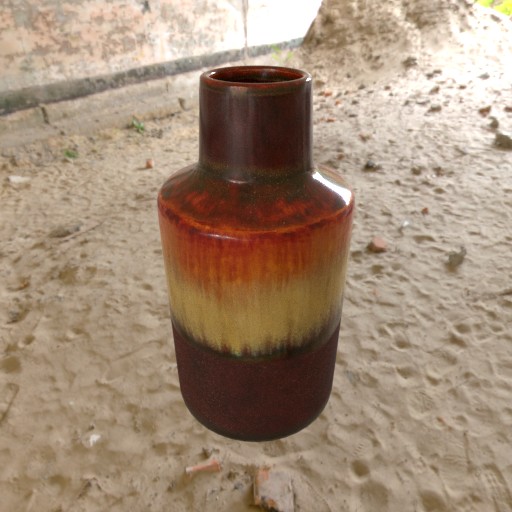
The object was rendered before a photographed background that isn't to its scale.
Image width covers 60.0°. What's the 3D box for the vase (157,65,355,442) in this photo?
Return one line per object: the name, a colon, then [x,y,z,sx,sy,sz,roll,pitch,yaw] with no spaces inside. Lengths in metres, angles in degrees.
vase: [0.000,0.000,0.264,0.108,0.204,0.108,0,32,0]
